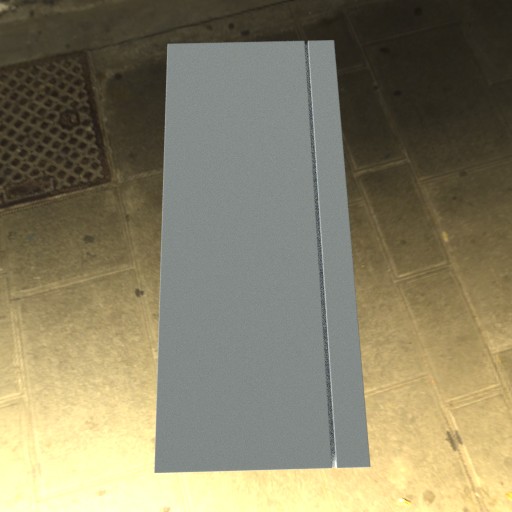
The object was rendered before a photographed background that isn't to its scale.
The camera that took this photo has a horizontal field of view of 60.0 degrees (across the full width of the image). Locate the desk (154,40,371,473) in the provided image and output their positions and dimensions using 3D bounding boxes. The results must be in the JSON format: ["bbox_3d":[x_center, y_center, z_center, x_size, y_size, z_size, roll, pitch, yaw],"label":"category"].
[{"bbox_3d":[0.000,0.000,1.943,0.670,0.760,1.580,-1,75,0],"label":"desk"}]
